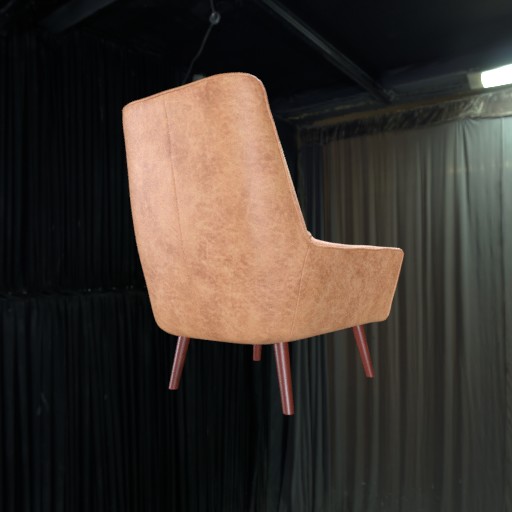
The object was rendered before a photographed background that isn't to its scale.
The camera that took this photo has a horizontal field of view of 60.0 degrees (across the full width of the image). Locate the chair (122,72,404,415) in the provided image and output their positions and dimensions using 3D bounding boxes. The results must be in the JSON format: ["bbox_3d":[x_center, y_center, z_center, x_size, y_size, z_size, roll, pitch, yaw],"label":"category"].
[{"bbox_3d":[0.000,0.000,1.495,0.753,0.883,0.851,-1,-2,35],"label":"chair"}]
